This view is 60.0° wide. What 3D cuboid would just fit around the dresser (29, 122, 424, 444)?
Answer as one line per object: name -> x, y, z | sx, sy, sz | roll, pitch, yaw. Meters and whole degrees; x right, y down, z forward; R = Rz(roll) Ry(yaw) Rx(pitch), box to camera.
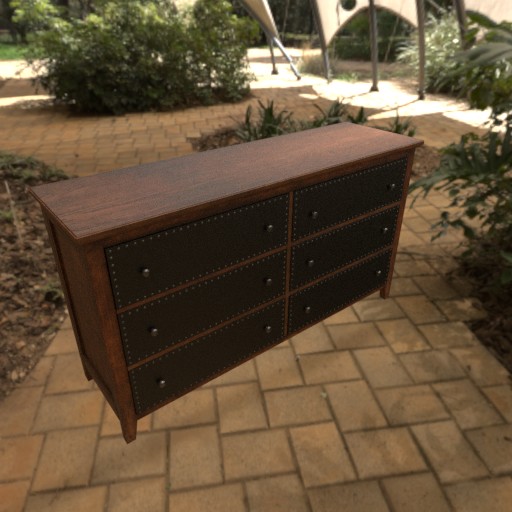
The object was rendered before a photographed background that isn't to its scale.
dresser -> 0.000, 0.000, 1.931 | 1.551, 0.856, 0.463 | -21, 36, -32
